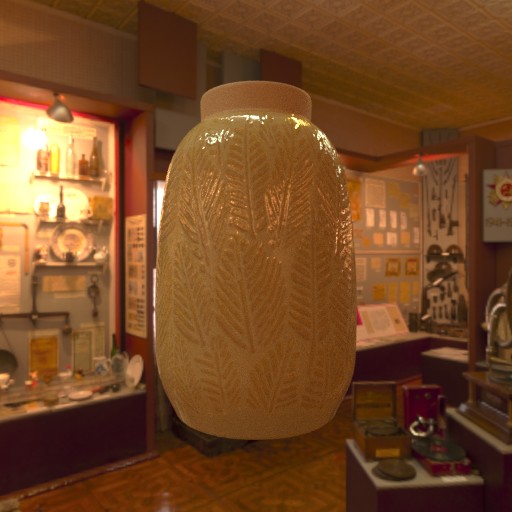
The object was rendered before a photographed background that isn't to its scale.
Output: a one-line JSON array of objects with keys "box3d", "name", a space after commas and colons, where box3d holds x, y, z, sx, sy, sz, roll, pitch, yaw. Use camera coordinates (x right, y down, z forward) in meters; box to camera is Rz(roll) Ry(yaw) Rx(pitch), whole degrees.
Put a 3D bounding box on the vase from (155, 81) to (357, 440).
[{"box3d": [0.000, 0.000, 0.388, 0.172, 0.270, 0.172, 0, 0, 0], "name": "vase"}]
